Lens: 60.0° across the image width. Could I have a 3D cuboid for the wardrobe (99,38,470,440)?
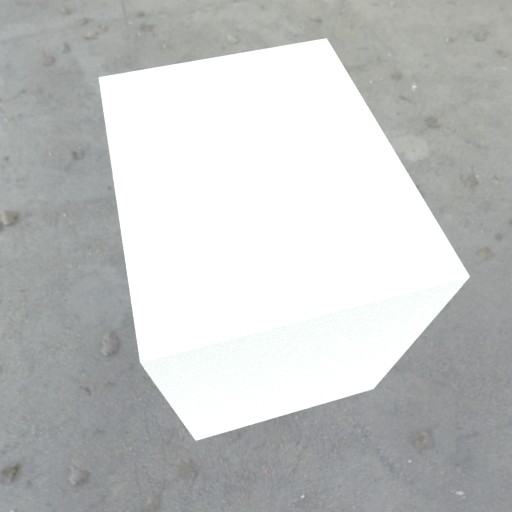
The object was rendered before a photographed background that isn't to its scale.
[{"bbox_3d":[0.000,0.000,0.856,0.400,0.520,0.500,-13,60,-8],"label":"wardrobe"}]
